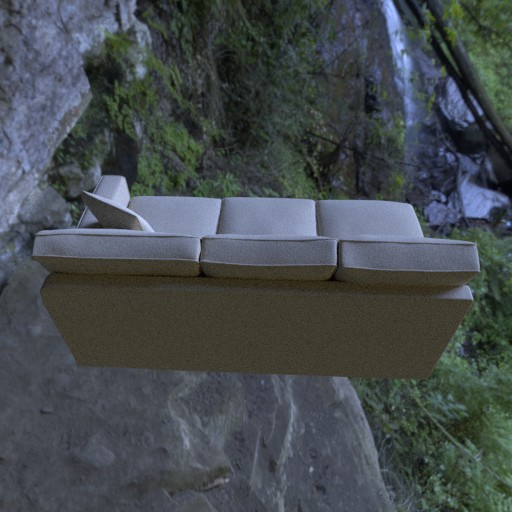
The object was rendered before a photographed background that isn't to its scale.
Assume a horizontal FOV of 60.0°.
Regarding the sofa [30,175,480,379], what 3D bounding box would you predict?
[{"bbox_3d":[0.000,0.000,2.493,1.963,0.946,1.034,2,46,2],"label":"sofa"}]
